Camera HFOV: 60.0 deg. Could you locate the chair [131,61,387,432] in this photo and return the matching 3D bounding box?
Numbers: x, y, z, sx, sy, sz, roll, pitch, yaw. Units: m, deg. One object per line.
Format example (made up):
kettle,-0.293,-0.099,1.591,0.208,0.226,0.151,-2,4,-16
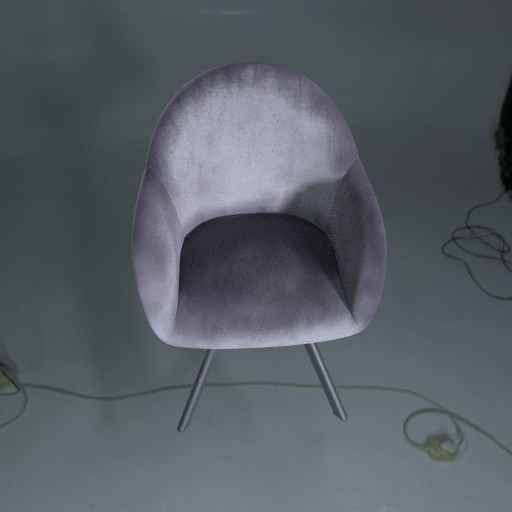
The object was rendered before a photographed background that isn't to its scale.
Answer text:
chair,0.000,0.000,1.177,0.550,0.795,0.590,-3,47,-3
